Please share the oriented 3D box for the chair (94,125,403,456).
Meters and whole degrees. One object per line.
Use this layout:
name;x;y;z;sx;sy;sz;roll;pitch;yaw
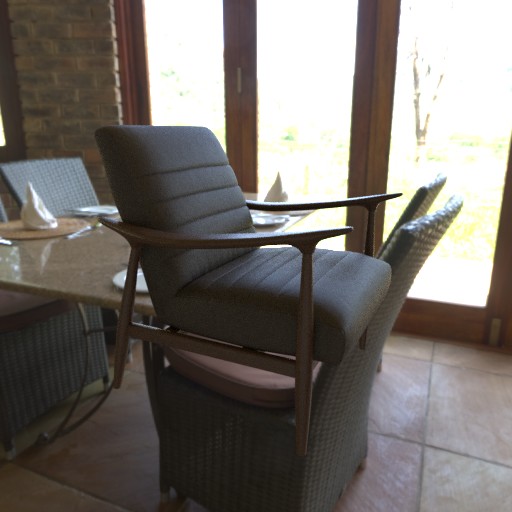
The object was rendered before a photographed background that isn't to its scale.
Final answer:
chair;0.000;0.000;1.452;0.798;0.831;0.741;8;17;26
